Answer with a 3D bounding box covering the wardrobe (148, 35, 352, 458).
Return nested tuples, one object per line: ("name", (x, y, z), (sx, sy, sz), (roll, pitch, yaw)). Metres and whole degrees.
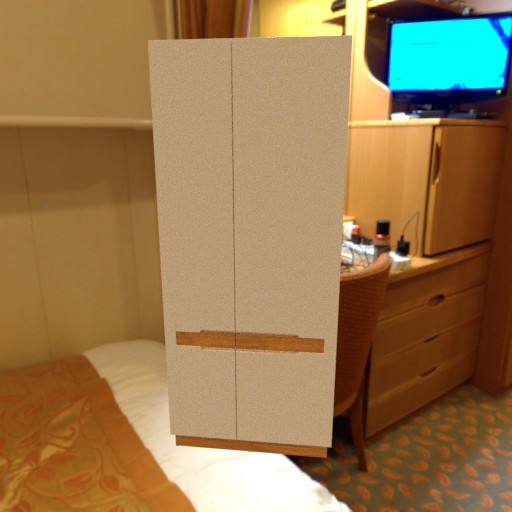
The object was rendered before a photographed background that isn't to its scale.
("wardrobe", (0.000, 0.000, 2.397), (0.860, 2.040, 0.600), (2, 15, 7))
